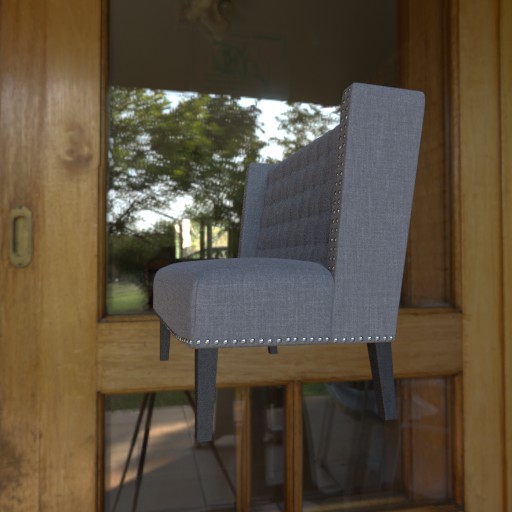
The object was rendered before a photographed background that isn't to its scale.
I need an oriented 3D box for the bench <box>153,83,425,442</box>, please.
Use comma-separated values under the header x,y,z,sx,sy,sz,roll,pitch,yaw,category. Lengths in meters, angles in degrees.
x,y,z,sx,sy,sz,roll,pitch,yaw,category
0.000,0.000,1.993,0.842,1.121,1.276,0,-1,-17,bench
